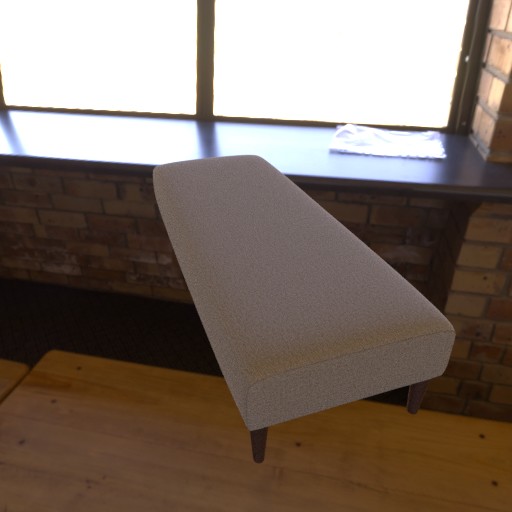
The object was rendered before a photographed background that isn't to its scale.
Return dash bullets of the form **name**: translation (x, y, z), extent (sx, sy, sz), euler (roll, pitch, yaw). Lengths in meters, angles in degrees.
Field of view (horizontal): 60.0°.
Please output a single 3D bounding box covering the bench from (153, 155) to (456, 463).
- **bench**: translation (0.000, 0.000, 1.823), extent (0.631, 0.383, 1.598), euler (-10, 32, -16)
